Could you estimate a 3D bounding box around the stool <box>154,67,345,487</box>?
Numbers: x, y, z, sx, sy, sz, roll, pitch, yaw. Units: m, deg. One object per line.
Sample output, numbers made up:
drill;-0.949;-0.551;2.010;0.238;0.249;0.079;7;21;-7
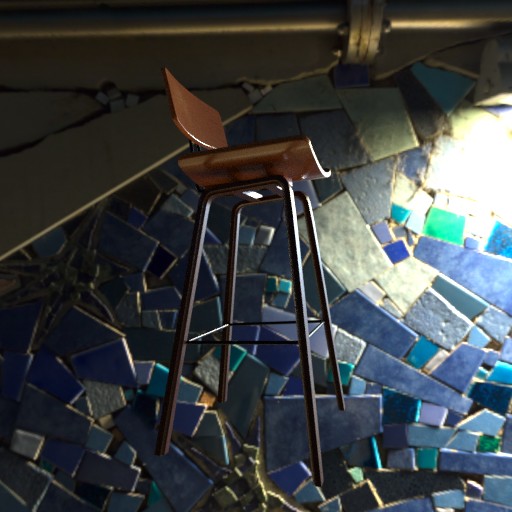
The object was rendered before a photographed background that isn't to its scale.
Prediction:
stool;0.000;0.000;1.234;0.440;0.969;0.509;0;0;17
